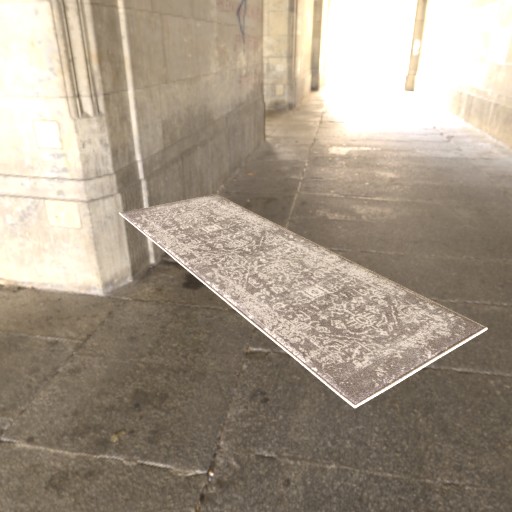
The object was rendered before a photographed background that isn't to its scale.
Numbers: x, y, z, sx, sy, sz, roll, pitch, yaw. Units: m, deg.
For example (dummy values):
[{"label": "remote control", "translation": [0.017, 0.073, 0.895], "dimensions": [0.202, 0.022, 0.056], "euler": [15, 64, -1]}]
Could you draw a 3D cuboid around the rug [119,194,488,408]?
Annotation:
[{"label": "rug", "translation": [0.000, 0.000, 2.685], "dimensions": [0.855, 0.017, 2.452], "euler": [-16, 30, -31]}]
